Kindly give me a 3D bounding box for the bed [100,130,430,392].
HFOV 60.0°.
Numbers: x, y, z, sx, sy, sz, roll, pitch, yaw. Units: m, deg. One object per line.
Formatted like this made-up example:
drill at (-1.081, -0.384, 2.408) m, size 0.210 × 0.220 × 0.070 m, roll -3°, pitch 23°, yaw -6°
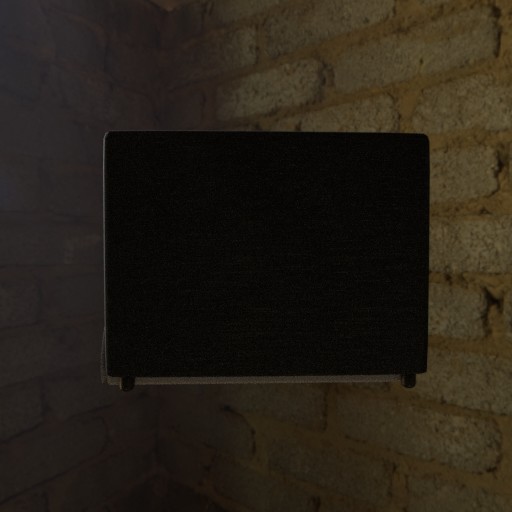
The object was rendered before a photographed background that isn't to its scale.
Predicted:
bed at (0.000, 0.000, 3.284) m, size 1.723 × 1.330 × 2.142 m, roll 0°, pitch 2°, yaw -2°
